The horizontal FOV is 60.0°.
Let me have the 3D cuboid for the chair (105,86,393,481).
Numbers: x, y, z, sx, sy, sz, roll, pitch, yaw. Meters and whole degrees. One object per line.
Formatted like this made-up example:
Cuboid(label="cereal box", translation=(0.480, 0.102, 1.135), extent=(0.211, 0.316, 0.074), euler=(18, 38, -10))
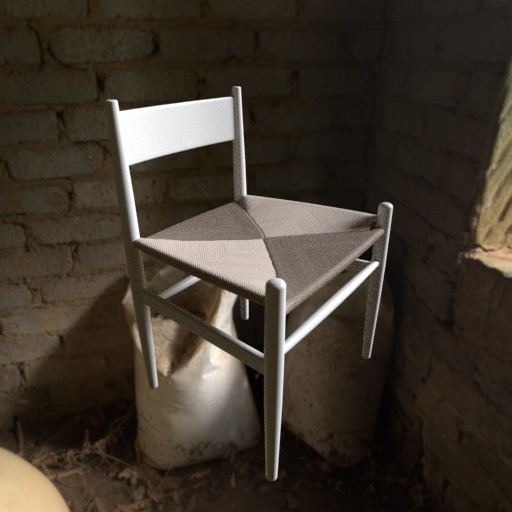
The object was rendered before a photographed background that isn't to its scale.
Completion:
Cuboid(label="chair", translation=(0.000, 0.000, 1.128), extent=(0.495, 0.762, 0.556), euler=(17, 30, 32))
